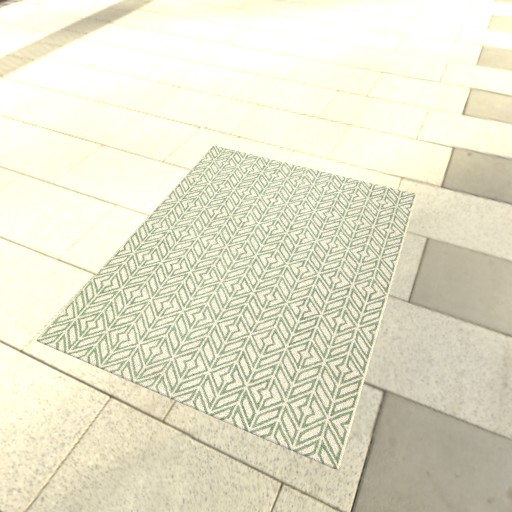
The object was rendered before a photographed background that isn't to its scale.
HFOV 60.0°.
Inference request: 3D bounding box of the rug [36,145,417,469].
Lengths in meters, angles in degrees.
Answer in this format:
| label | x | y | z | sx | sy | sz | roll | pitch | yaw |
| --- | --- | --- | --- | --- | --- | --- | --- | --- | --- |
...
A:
| label | x | y | z | sx | sy | sz | roll | pitch | yaw |
| --- | --- | --- | --- | --- | --- | --- | --- | --- | --- |
| rug | 0.000 | 0.000 | 4.101 | 2.441 | 0.017 | 3.050 | 17 | 48 | 16 |
